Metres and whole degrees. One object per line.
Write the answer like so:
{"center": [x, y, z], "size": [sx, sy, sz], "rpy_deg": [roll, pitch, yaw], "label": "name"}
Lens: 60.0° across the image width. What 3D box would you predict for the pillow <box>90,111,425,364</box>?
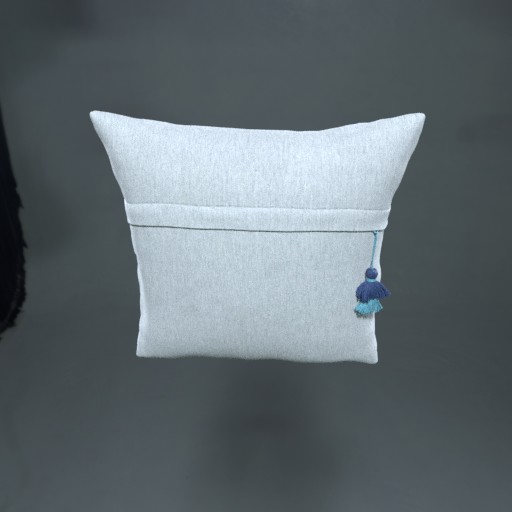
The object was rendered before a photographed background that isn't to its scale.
{"center": [0.000, 0.000, 0.686], "size": [0.433, 0.436, 0.173], "rpy_deg": [1, 29, 2], "label": "pillow"}
